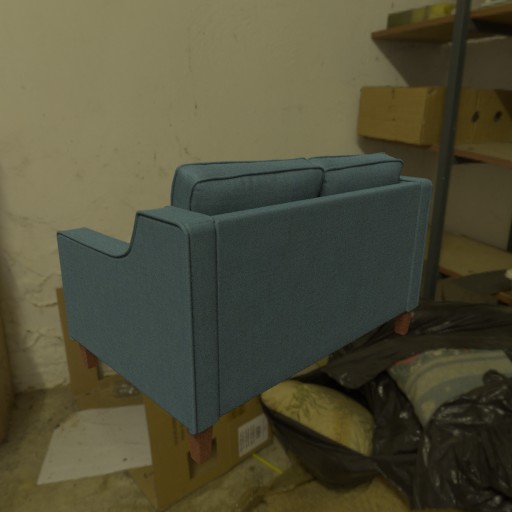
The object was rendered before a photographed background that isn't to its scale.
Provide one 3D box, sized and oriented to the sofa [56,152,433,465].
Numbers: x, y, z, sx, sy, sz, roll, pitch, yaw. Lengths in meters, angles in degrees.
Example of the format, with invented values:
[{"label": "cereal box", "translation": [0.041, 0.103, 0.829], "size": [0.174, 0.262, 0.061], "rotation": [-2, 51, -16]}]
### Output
[{"label": "sofa", "translation": [0.000, 0.000, 2.127], "size": [1.501, 0.971, 0.987], "rotation": [-15, 22, -42]}]
